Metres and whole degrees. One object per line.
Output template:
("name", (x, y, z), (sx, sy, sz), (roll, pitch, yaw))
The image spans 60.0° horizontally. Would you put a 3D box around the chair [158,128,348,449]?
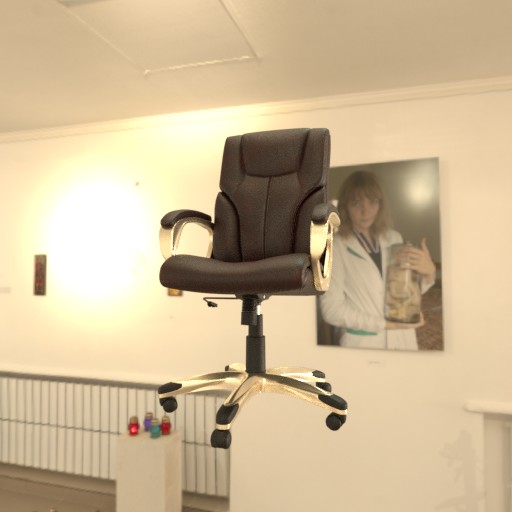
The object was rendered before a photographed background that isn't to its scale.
("chair", (0.000, 0.000, 1.600), (0.662, 1.107, 0.739), (0, -2, 17))
